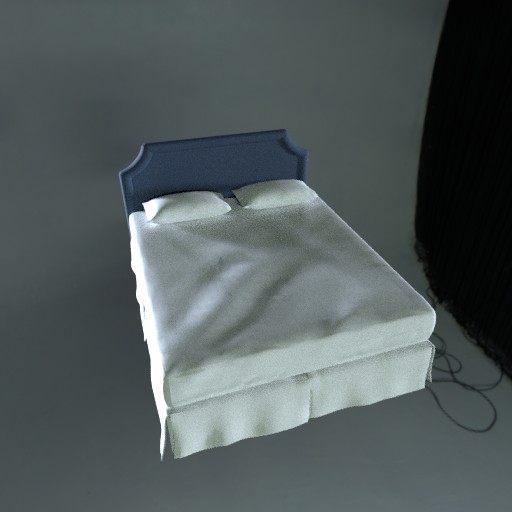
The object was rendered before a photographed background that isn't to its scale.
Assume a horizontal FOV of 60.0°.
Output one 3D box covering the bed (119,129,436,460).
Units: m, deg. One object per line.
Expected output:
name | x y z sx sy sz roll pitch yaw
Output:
bed | 0.000 0.000 4.221 2.350 1.488 2.773 -10 35 -15
